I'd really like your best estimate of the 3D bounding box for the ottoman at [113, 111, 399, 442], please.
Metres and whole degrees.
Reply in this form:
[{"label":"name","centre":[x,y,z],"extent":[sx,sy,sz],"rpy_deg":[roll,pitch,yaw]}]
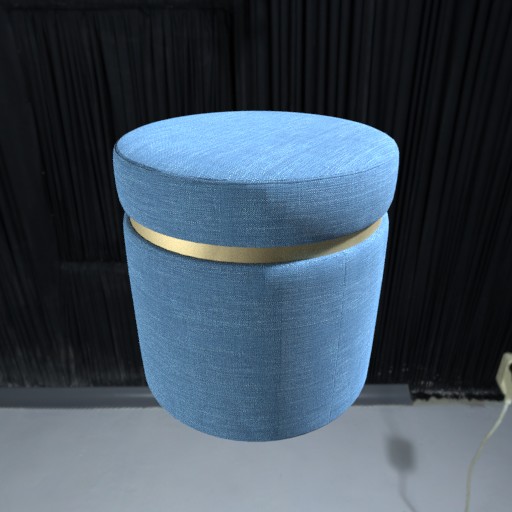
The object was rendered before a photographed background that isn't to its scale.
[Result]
[{"label":"ottoman","centre":[0.000,0.000,0.716],"extent":[0.398,0.406,0.398],"rpy_deg":[0,28,0]}]
